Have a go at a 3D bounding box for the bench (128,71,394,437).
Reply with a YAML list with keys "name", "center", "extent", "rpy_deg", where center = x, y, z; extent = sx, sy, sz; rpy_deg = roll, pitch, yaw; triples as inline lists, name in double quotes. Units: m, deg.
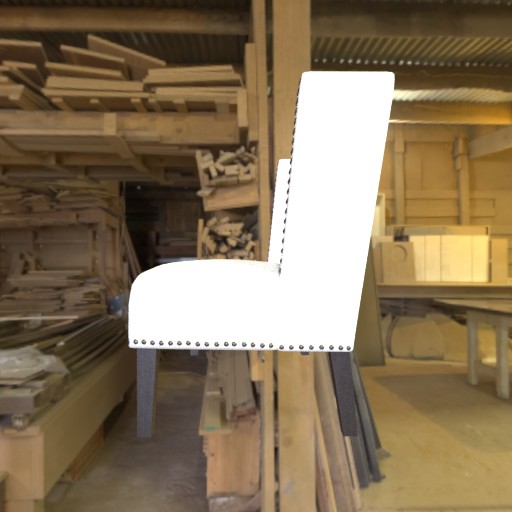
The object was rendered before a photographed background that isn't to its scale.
- name: "bench"
  center: [0.000, 0.000, 1.974]
  extent: [0.847, 1.123, 1.280]
  rpy_deg: [0, -1, 0]
